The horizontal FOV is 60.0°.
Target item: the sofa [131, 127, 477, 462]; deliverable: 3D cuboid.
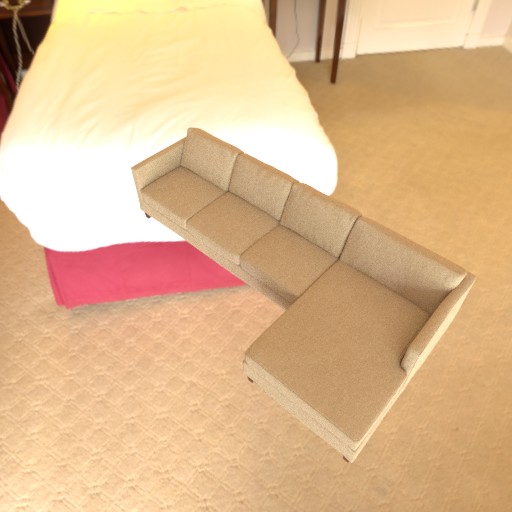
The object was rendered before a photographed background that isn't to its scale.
[{"bbox_3d":[0.000,0.000,3.933,3.186,0.846,1.625,33,55,27],"label":"sofa"}]
